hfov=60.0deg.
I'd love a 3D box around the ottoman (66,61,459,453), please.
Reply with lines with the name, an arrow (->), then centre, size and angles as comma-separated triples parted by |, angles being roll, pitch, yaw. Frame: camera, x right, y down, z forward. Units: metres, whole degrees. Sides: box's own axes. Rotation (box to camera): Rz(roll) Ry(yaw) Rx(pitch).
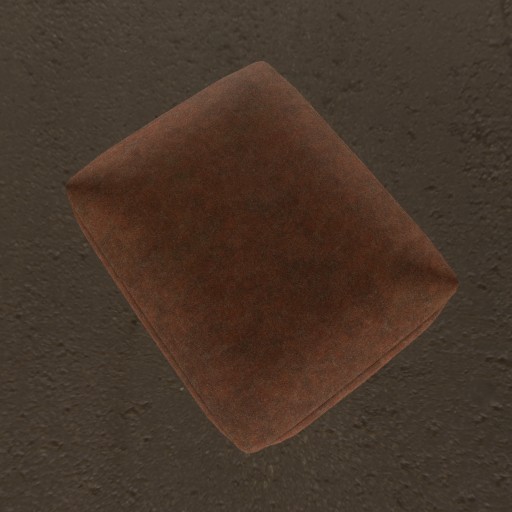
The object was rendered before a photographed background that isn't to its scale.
ottoman -> 0.000, 0.000, 1.168 | 0.635, 0.508, 0.787 | -36, 78, -9
